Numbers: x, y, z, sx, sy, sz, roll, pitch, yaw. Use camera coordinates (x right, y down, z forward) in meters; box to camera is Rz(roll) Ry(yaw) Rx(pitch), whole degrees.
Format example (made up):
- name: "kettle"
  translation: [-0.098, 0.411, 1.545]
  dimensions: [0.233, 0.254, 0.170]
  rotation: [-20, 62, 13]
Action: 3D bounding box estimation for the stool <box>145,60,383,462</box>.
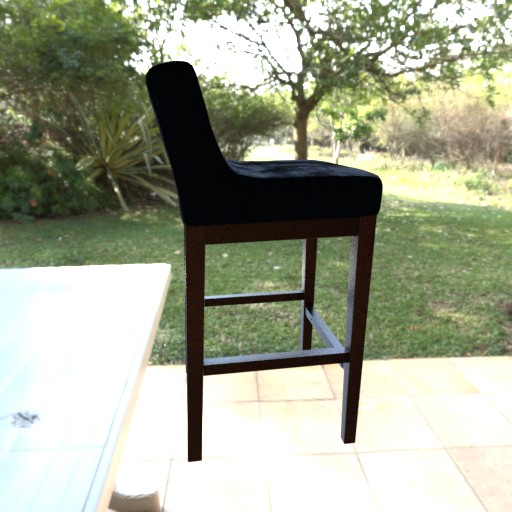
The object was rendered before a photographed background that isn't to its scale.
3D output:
- name: "stool"
  translation: [0.000, 0.000, 1.236]
  dimensions: [0.516, 0.945, 0.511]
  rotation: [-3, 16, -9]
